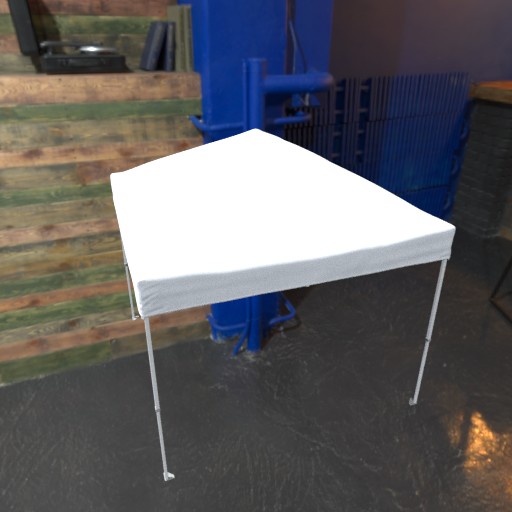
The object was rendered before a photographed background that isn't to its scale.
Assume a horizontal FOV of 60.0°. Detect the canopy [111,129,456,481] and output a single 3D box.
[{"bbox_3d":[0.000,0.000,5.339,2.996,2.997,2.998,-9,28,-18],"label":"canopy"}]
